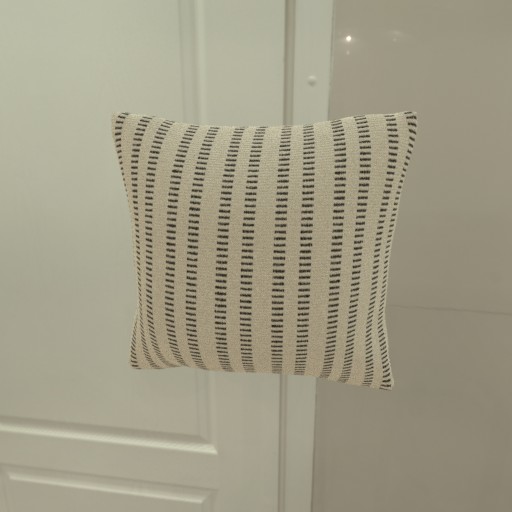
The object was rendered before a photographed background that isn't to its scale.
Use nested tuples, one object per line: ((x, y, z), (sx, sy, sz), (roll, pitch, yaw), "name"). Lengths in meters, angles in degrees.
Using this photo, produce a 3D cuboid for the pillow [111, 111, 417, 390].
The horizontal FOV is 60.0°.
((0.000, 0.000, 0.673), (0.438, 0.419, 0.247), (3, 17, 9), "pillow")
